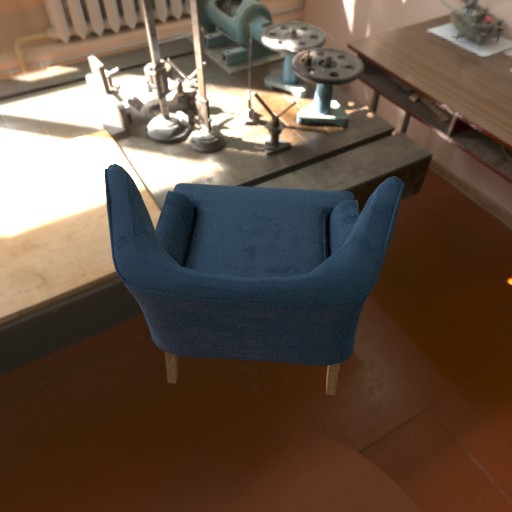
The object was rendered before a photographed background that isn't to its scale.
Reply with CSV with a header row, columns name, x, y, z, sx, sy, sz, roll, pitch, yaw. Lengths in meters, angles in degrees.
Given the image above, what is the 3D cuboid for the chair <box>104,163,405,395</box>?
name,x,y,z,sx,sy,sz,roll,pitch,yaw
chair,0.000,0.000,1.598,0.793,0.952,0.910,3,48,3
